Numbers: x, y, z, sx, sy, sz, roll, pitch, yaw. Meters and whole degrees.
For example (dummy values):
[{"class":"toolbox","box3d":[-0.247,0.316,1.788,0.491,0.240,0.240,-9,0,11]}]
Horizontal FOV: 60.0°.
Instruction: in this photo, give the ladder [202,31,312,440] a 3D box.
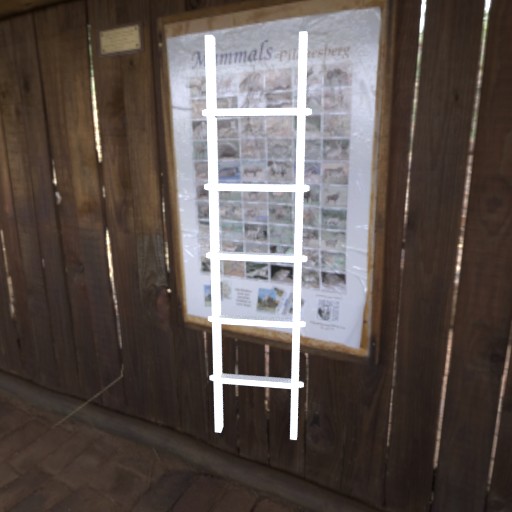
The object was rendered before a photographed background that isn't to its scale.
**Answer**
[{"class":"ladder","box3d":[0.000,0.000,1.966,0.452,1.797,0.051,2,14,8]}]
